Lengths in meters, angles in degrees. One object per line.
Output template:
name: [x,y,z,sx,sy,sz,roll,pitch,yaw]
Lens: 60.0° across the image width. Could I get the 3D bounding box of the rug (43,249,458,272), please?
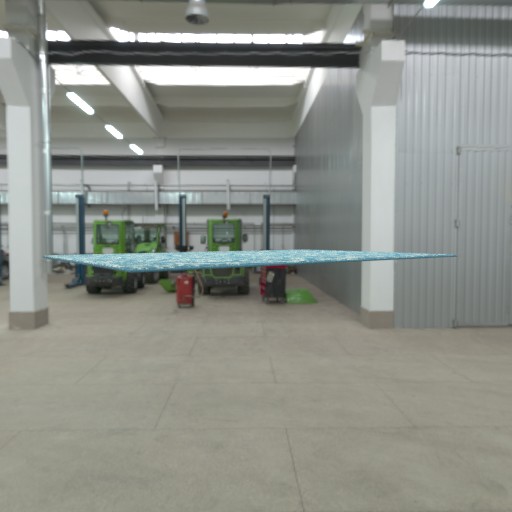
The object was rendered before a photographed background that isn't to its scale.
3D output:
rug: [0.000,0.000,3.507,2.746,0.018,1.816,-2,3,-37]
